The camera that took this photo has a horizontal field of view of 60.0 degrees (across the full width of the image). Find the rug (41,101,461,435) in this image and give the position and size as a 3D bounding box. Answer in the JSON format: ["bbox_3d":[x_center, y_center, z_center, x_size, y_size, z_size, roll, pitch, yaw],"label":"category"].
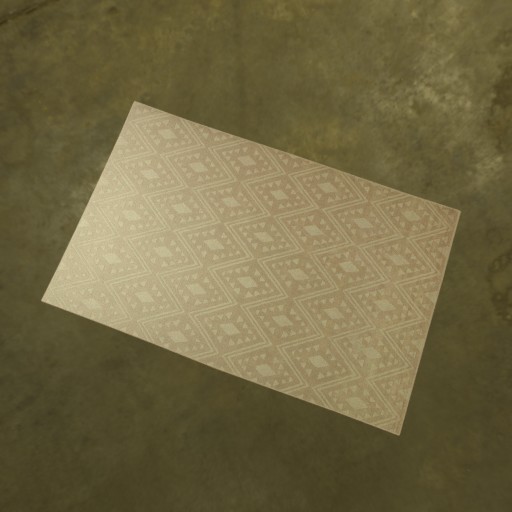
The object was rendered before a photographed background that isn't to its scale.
[{"bbox_3d":[0.000,0.000,2.967,2.430,0.053,1.553,19,78,4],"label":"rug"}]
